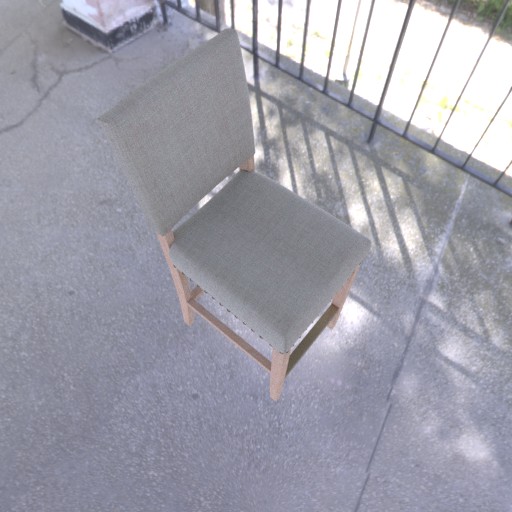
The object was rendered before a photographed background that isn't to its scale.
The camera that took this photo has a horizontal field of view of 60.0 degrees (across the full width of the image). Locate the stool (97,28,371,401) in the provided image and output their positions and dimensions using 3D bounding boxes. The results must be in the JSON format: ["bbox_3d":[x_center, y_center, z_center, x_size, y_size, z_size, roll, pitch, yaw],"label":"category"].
[{"bbox_3d":[0.000,0.000,1.468,0.585,1.173,0.445,36,66,19],"label":"stool"}]
